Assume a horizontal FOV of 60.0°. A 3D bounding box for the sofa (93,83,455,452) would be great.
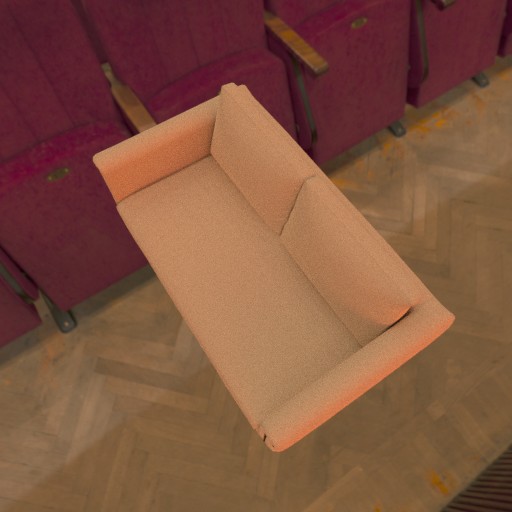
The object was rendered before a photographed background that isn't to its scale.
[{"bbox_3d":[0.000,0.000,2.180,0.905,0.873,1.598,-31,68,-14],"label":"sofa"}]
